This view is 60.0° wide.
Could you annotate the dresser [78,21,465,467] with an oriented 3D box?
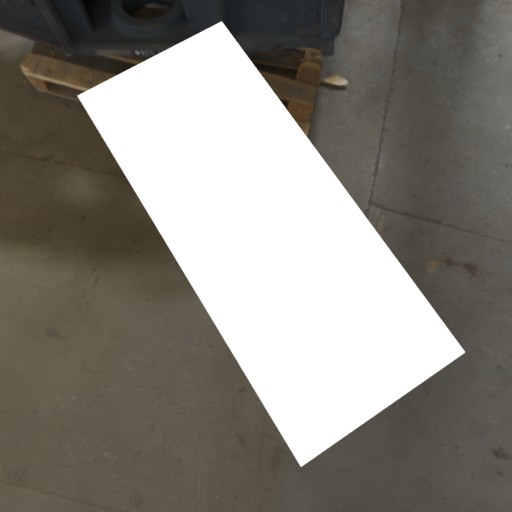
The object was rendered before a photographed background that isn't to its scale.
[{"bbox_3d":[0.000,0.000,1.517,0.460,0.820,1.100,-31,77,-8],"label":"dresser"}]
